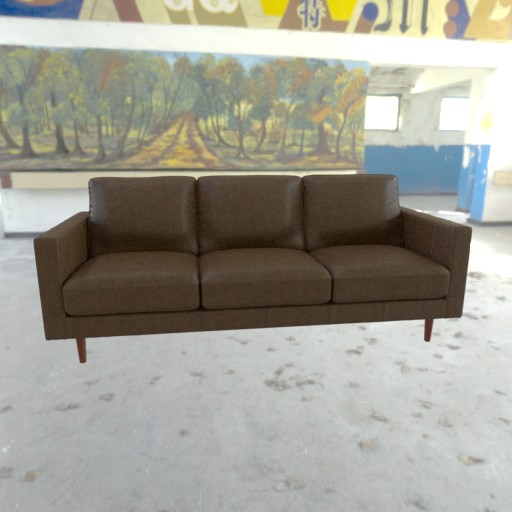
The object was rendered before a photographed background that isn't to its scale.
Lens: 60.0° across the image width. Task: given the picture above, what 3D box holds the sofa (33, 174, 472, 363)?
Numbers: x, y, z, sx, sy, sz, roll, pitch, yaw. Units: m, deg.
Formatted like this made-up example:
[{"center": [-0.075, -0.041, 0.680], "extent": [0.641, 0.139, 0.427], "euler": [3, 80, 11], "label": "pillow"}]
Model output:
[{"center": [0.000, 0.000, 2.674], "extent": [2.231, 0.930, 0.903], "euler": [-2, 14, -8], "label": "sofa"}]
